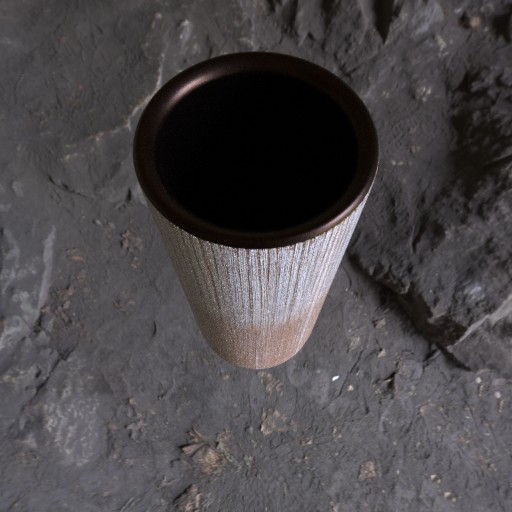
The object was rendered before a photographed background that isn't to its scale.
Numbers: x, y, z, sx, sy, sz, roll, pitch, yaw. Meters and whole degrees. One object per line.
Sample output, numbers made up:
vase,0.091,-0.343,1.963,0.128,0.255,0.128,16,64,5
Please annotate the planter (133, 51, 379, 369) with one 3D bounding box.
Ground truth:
planter,0.000,0.000,0.281,0.100,0.227,0.100,-13,66,-6
